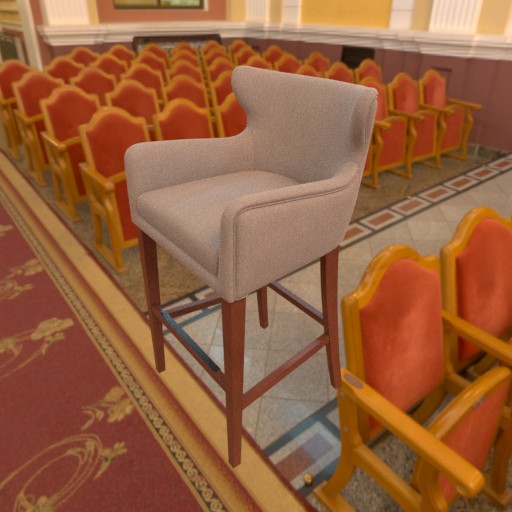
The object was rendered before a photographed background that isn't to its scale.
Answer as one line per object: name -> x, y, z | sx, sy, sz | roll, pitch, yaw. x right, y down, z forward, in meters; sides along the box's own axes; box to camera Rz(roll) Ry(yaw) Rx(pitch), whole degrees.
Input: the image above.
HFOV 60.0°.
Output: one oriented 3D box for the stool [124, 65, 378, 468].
stool -> 0.000, 0.000, 1.406 | 0.575, 1.047, 0.575 | -21, 36, -32
